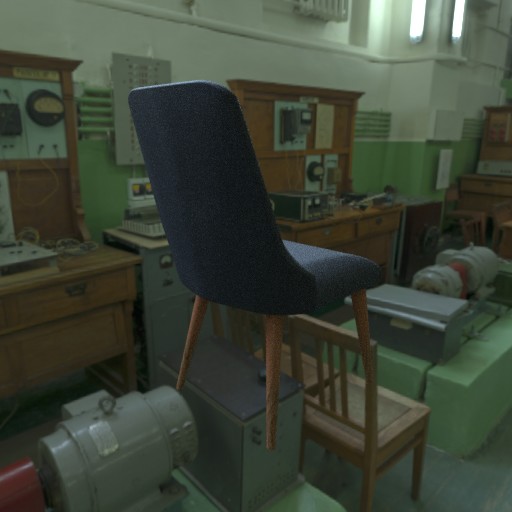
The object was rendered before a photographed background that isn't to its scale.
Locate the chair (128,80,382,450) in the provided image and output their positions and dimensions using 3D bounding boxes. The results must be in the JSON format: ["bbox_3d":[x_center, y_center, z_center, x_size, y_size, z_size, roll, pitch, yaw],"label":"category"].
[{"bbox_3d":[0.000,0.000,1.181,0.504,0.820,0.567,15,21,43],"label":"chair"}]
